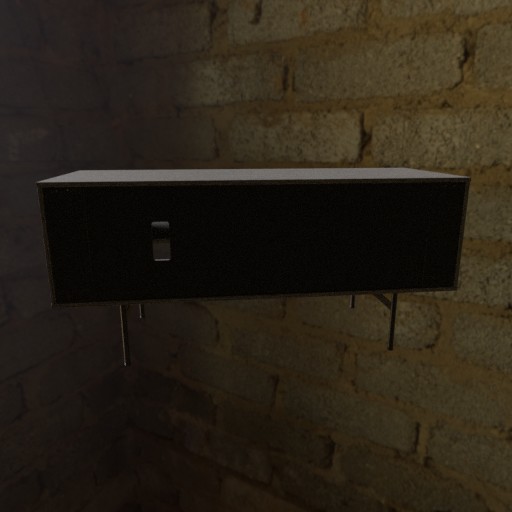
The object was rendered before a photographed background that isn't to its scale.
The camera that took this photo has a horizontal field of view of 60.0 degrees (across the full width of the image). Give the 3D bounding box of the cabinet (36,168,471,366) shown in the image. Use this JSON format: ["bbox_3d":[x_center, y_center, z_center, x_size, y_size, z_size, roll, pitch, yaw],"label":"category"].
[{"bbox_3d":[0.000,0.000,1.630,1.300,0.599,0.500,-2,15,-7],"label":"cabinet"}]
